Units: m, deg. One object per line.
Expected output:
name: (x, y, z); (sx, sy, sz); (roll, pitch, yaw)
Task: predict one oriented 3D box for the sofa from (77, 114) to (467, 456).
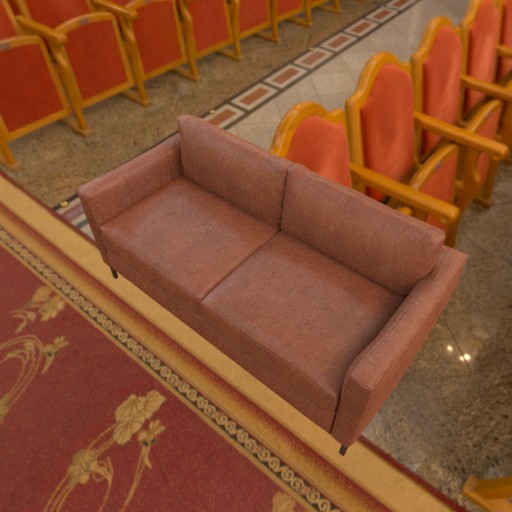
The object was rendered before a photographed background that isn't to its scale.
sofa: (0.000, 0.000, 2.308); (1.797, 0.883, 0.899); (31, 54, 26)
